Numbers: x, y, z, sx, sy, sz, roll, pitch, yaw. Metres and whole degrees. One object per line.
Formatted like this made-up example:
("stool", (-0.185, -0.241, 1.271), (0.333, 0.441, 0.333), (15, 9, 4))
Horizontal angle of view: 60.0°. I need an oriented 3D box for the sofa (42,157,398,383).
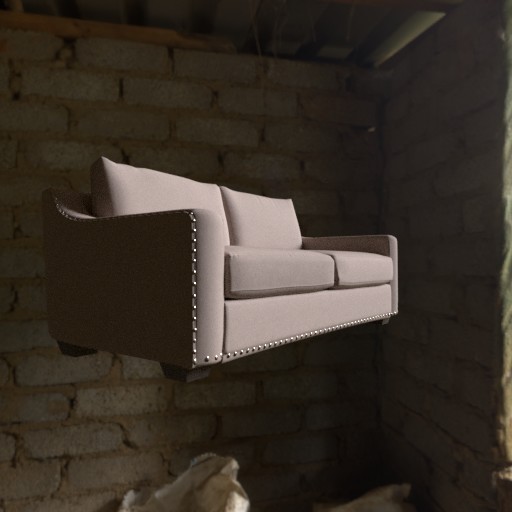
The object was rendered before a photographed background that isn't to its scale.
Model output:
("sofa", (0.000, 0.000, 2.532), (1.030, 0.901, 1.967), (-1, -1, 37))
